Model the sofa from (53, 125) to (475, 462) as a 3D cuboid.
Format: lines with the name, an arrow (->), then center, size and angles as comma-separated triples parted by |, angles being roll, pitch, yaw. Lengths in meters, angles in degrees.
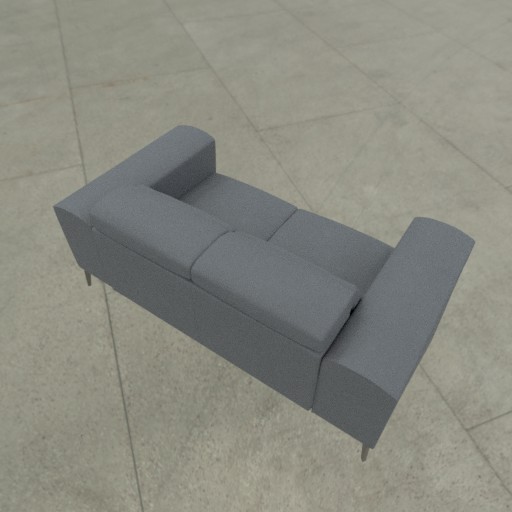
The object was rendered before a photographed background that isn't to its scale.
sofa -> 0.000, 0.000, 2.354 | 1.895, 0.779, 1.003 | 26, 52, 23
